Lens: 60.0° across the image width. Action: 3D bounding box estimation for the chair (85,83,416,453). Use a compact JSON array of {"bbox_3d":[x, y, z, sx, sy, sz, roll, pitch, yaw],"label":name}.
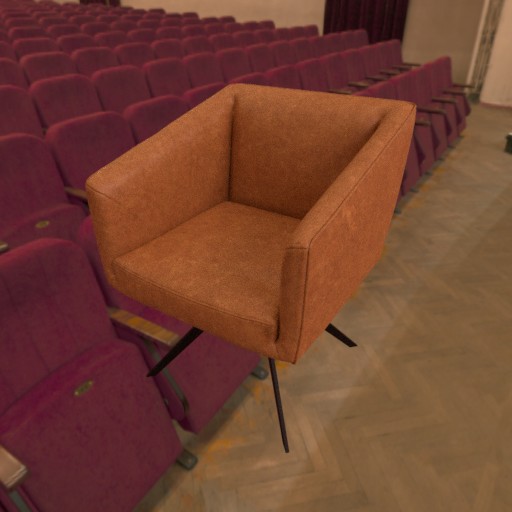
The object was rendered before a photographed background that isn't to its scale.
[{"bbox_3d":[0.000,0.000,1.204,0.588,0.760,0.625,18,35,28],"label":"chair"}]
